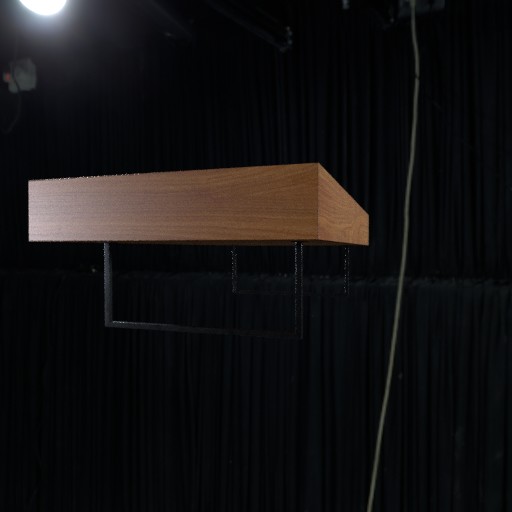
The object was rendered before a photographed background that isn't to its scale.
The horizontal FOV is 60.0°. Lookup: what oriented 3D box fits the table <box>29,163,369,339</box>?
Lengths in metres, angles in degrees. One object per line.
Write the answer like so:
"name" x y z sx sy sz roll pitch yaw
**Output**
"table" 0.000 0.000 1.401 0.610 0.330 1.194 0 1 18
